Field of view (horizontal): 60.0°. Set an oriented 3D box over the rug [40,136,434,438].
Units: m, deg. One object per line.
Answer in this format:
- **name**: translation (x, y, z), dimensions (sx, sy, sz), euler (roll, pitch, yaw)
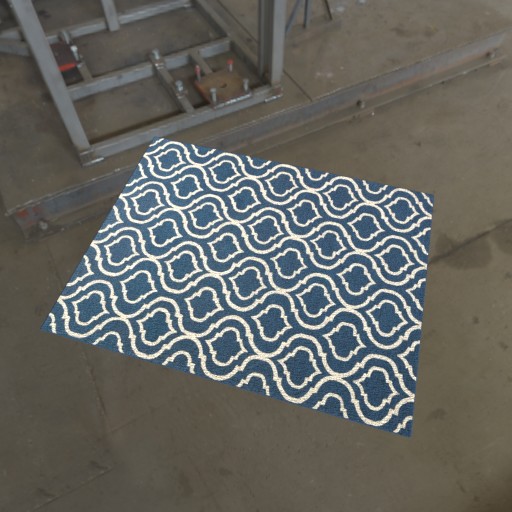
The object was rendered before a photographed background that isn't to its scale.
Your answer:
- **rug**: translation (0.000, 0.000, 3.856), dimensions (2.881, 0.020, 2.270), euler (14, 58, 9)
